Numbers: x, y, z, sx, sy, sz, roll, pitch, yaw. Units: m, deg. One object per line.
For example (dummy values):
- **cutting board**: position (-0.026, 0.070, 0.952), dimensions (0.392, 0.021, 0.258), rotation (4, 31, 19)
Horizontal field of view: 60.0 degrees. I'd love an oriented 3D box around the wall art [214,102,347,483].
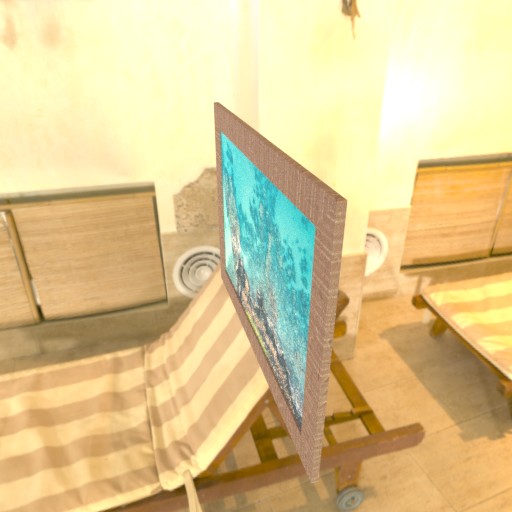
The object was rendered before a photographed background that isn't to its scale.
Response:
- **wall art**: position (0.000, 0.000, 1.389), dimensions (0.020, 0.761, 1.056), rotation (-8, 29, -14)
